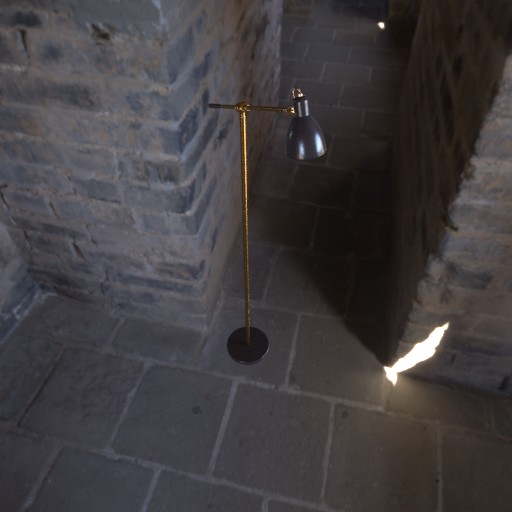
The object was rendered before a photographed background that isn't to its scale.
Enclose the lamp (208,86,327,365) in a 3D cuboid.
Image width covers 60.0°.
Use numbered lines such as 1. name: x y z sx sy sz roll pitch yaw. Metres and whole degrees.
1. lamp: 0.000 0.000 1.863 0.235 1.628 0.618 -26 52 -22
